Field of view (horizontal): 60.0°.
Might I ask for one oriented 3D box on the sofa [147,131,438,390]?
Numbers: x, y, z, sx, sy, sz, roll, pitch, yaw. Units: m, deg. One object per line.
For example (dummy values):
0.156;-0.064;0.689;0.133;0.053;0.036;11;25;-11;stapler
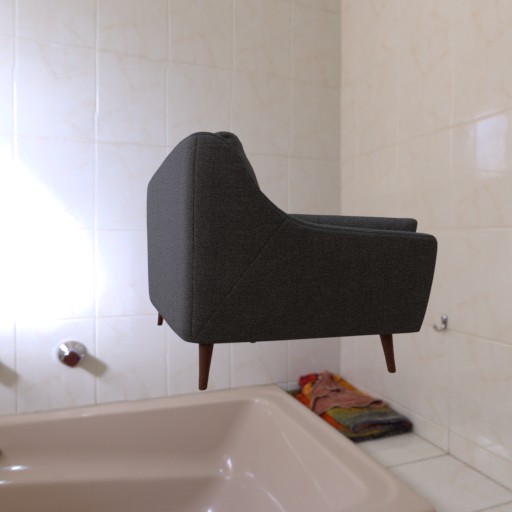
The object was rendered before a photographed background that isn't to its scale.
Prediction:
0.000;0.000;2.254;0.976;0.887;1.646;-1;2;-19;sofa
